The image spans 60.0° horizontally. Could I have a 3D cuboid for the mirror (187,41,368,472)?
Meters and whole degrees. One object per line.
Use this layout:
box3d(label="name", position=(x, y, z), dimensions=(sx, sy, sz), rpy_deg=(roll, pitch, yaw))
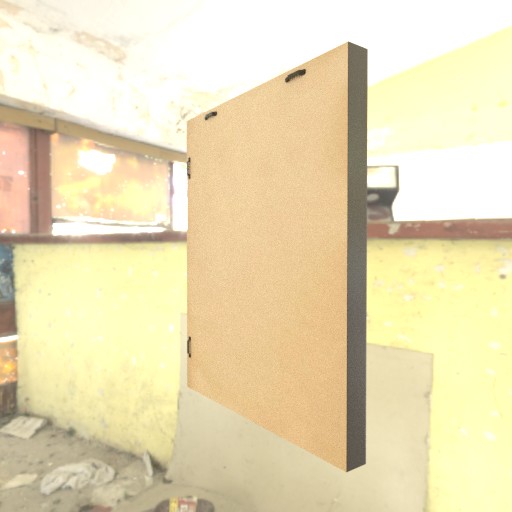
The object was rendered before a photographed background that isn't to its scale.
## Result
box3d(label="mirror", position=(0.000, 0.000, 0.695), dimensions=(0.041, 0.509, 0.406), rpy_deg=(-1, 1, -36))
